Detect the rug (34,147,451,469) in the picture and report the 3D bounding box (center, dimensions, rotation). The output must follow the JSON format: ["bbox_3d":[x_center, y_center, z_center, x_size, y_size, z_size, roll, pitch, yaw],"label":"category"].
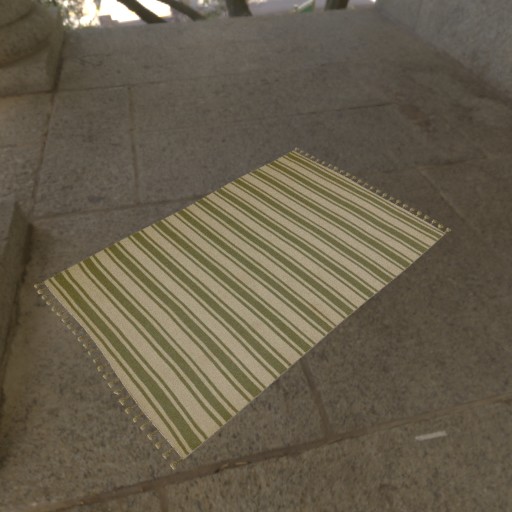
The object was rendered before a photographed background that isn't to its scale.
[{"bbox_3d":[0.000,0.000,2.291,1.875,0.013,1.162,-33,54,-29],"label":"rug"}]
